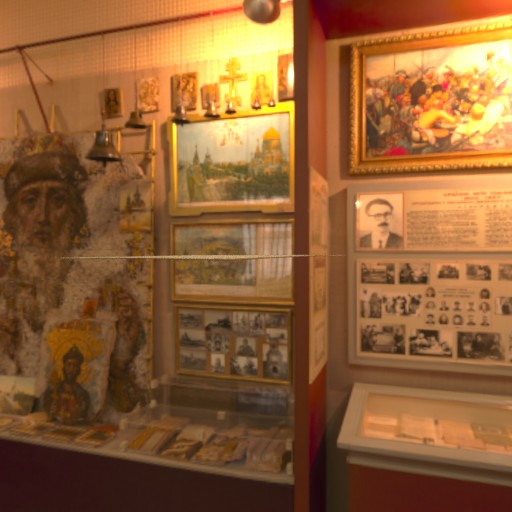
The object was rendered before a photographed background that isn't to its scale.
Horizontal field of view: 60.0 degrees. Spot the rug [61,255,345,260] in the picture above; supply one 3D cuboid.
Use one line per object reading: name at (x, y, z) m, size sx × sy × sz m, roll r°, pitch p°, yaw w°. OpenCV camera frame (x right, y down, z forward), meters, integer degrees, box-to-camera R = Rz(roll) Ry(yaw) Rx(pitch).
rug at (0.000, 0.000, 2.622) m, size 0.697 × 0.013 × 2.335 m, roll 0°, pitch 0°, yaw 20°
